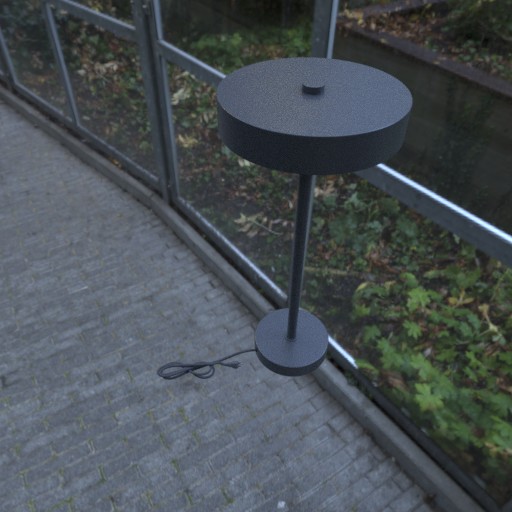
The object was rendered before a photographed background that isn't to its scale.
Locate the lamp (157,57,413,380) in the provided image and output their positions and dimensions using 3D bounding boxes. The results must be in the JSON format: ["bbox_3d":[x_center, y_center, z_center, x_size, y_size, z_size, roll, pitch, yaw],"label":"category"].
[{"bbox_3d":[0.000,0.000,0.673,0.369,0.508,0.229,-12,44,-13],"label":"lamp"}]
